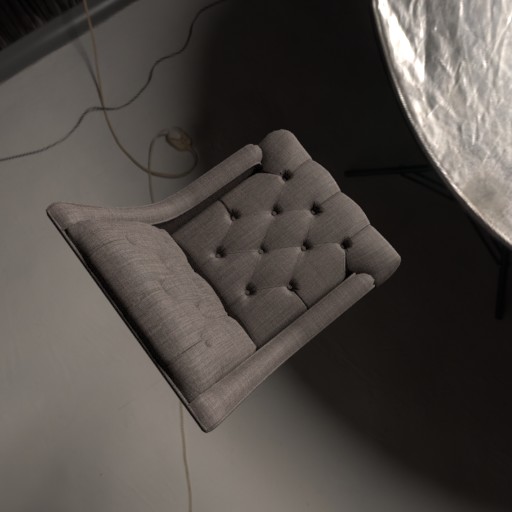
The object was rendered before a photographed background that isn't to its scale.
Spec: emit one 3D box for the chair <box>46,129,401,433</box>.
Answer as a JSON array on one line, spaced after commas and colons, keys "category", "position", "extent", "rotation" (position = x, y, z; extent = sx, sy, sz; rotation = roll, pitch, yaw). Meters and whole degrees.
[{"category": "chair", "position": [0.000, 0.000, 1.450], "extent": [0.771, 0.891, 0.655], "rotation": [-38, 79, -8]}]
